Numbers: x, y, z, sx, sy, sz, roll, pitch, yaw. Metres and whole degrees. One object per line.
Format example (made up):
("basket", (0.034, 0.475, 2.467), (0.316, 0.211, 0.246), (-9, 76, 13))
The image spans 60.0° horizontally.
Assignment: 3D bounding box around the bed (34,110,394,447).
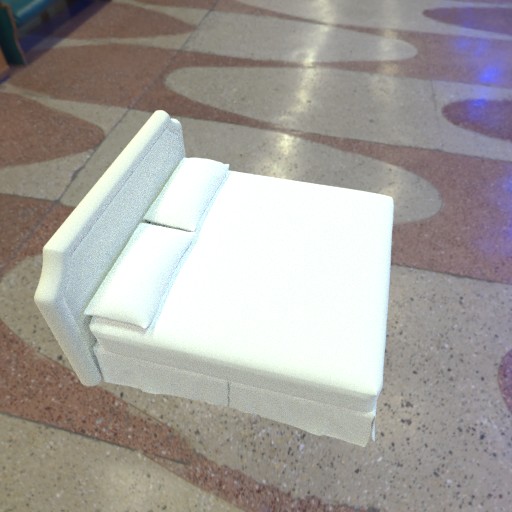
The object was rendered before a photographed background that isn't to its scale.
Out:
("bed", (0.000, 0.000, 3.455), (2.204, 1.301, 2.160), (11, 47, 10))
